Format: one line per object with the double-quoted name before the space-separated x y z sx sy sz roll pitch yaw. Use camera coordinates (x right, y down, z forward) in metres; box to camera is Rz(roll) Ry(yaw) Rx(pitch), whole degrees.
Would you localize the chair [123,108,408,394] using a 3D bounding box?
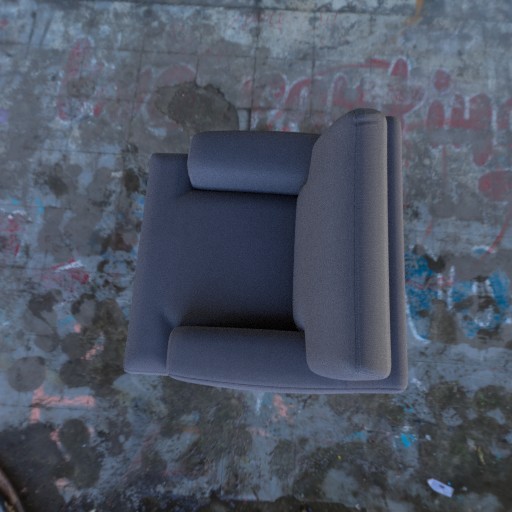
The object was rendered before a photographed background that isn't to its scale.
"chair" 0.000 0.000 2.001 1.143 0.940 1.168 3 76 1
